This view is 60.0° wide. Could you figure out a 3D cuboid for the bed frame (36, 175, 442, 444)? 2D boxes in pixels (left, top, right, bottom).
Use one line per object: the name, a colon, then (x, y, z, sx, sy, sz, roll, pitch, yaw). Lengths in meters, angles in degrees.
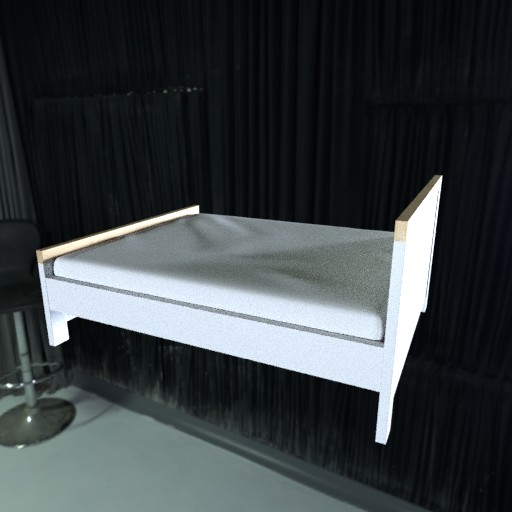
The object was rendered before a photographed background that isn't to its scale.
bed frame: (0.000, 0.000, 2.913, 2.050, 0.980, 1.670, 8, 18, 25)
